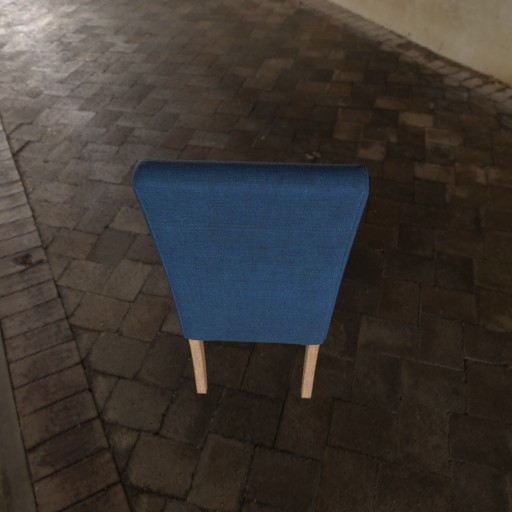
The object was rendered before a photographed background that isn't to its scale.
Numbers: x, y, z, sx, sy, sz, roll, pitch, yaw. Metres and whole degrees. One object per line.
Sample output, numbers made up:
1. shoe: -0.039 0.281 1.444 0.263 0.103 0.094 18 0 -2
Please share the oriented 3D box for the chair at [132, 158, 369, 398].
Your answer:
1. chair: 0.000 0.000 1.366 0.450 1.029 0.610 2 46 2
